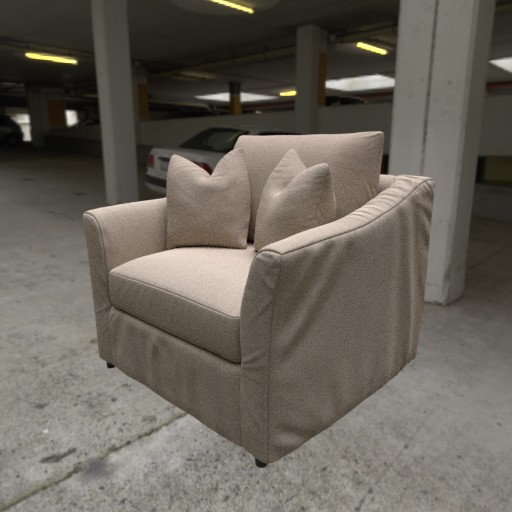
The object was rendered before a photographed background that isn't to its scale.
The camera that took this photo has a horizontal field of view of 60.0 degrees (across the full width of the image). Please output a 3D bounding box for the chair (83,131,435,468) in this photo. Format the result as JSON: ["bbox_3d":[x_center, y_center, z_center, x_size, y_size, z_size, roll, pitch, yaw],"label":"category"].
[{"bbox_3d":[0.000,0.000,2.023,1.194,1.093,1.071,13,19,42],"label":"chair"}]
